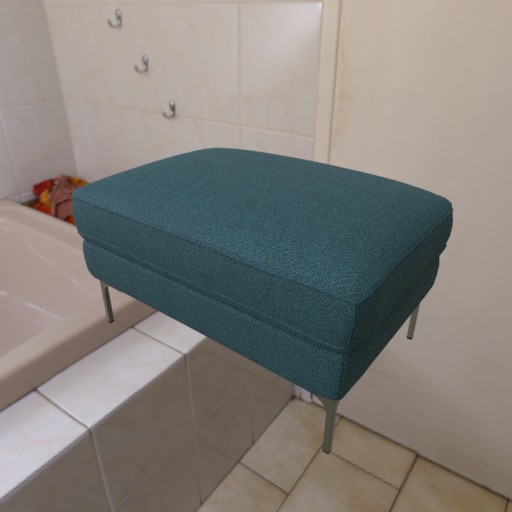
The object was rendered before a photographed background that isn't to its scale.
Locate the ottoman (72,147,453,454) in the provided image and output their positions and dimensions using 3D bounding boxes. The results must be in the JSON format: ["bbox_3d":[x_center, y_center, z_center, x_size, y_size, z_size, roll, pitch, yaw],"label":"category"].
[{"bbox_3d":[0.000,0.000,1.213,0.856,0.498,0.563,20,34,33],"label":"ottoman"}]
